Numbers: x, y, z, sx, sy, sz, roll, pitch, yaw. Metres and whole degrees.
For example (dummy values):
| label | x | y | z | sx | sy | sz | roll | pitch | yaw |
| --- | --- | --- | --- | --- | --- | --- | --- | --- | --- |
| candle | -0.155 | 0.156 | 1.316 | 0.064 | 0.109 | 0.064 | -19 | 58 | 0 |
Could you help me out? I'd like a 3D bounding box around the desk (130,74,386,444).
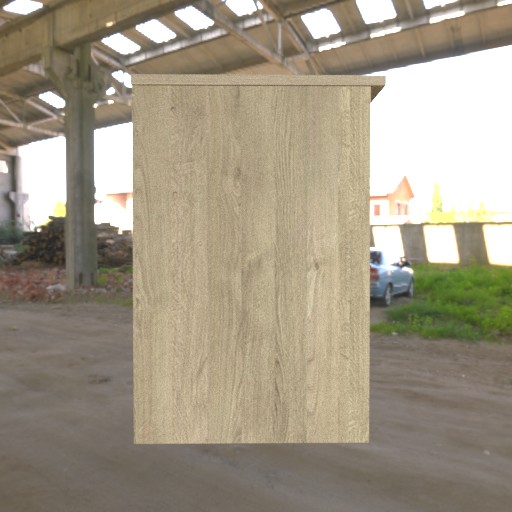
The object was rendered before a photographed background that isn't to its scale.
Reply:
| label | x | y | z | sx | sy | sz | roll | pitch | yaw |
| --- | --- | --- | --- | --- | --- | --- | --- | --- | --- |
| desk | 0.000 | 0.000 | 1.316 | 0.498 | 0.724 | 0.893 | 0 | 1 | -1 |
